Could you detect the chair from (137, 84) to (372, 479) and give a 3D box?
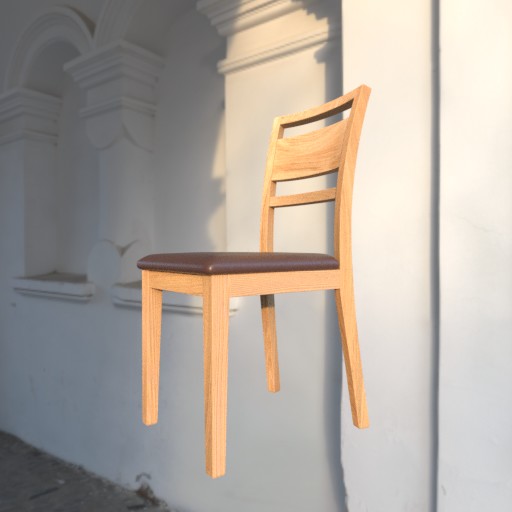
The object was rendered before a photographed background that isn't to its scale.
[{"bbox_3d":[0.000,0.000,1.240,0.545,0.940,0.420,-1,1,-36],"label":"chair"}]
